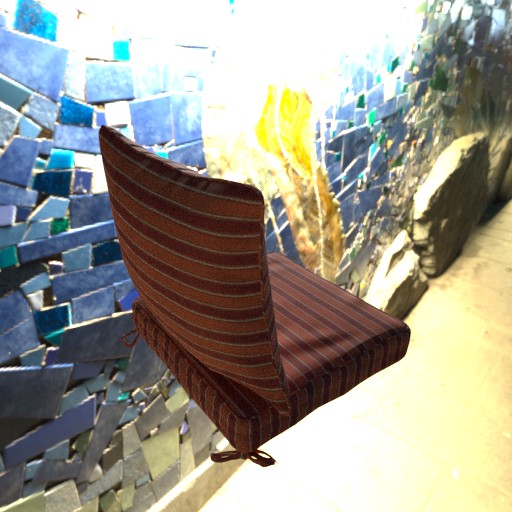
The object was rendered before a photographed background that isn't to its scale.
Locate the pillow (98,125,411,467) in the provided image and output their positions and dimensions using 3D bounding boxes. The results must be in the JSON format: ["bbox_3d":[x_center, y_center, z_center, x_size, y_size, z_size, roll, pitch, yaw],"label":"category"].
[{"bbox_3d":[0.000,0.000,1.328,0.733,0.723,0.799,-18,32,-32],"label":"pillow"}]
